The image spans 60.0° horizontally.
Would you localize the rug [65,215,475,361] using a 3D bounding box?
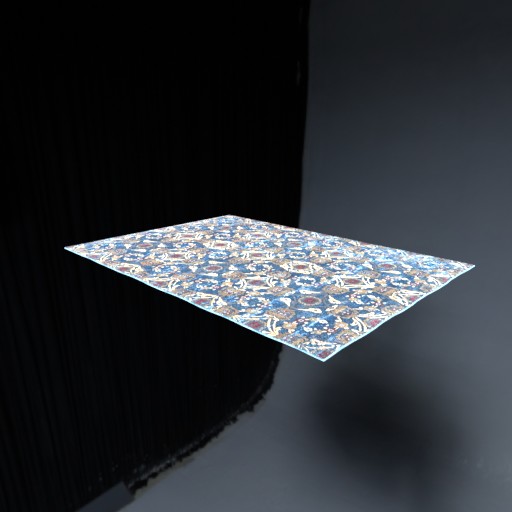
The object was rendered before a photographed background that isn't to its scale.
[{"bbox_3d":[0.000,0.000,2.899,2.207,0.014,1.567,16,23,42],"label":"rug"}]
